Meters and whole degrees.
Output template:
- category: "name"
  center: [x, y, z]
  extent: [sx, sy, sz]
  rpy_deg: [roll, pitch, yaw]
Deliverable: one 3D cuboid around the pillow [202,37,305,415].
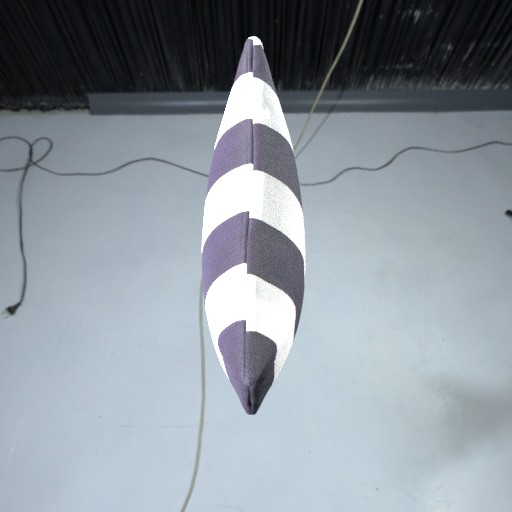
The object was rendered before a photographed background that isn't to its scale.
- category: "pillow"
  center: [0.000, 0.000, 0.812]
  extent: [0.189, 0.526, 0.536]
  rpy_deg: [-1, 65, 0]
